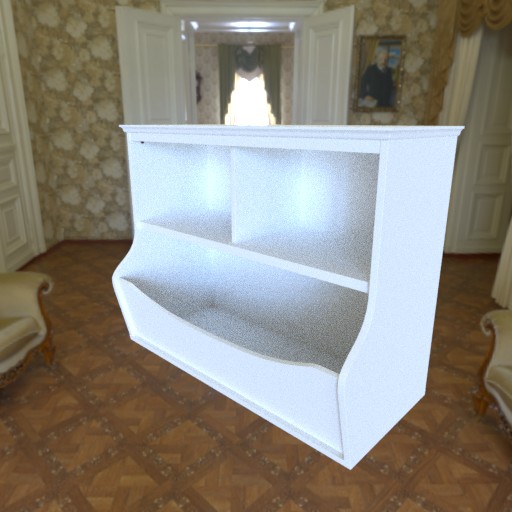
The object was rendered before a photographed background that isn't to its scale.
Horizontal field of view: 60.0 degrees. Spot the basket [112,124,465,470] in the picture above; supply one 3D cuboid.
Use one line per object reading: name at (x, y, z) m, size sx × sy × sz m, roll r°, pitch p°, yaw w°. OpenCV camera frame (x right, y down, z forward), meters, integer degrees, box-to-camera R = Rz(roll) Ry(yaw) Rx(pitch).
basket at (0.000, 0.000, 1.107) m, size 0.792 × 0.625 × 0.376 m, roll 15°, pitch 23°, yaw 41°
